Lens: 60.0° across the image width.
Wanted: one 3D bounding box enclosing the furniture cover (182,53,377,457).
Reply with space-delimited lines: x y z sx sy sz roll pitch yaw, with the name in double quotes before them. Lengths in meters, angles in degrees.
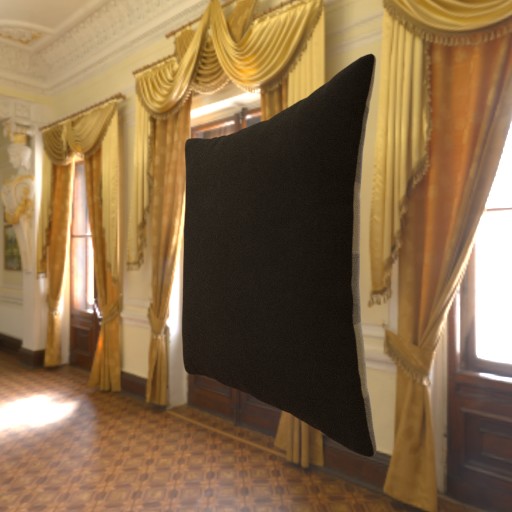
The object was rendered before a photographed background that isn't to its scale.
"furniture cover" 0.000 0.000 0.761 0.161 0.509 0.511 0 0 -35
